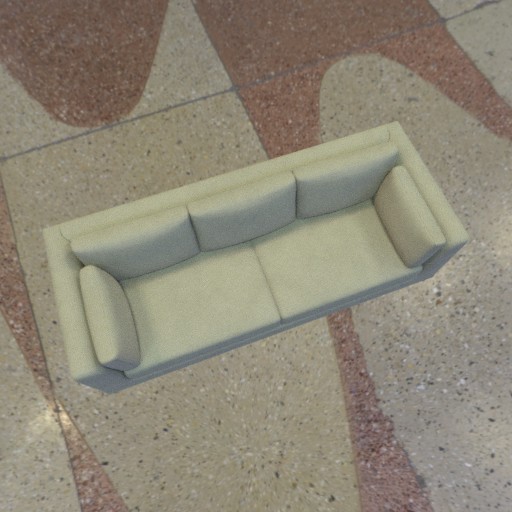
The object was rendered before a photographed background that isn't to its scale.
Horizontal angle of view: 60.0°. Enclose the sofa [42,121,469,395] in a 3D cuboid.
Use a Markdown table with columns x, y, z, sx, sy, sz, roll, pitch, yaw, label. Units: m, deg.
| x | y | z | sx | sy | sz | roll | pitch | yaw | label |
| --- | --- | --- | --- | --- | --- | --- | --- | --- | --- |
| 0.000 | 0.000 | 2.953 | 2.415 | 0.867 | 0.969 | -19 | 68 | -8 | sofa |
